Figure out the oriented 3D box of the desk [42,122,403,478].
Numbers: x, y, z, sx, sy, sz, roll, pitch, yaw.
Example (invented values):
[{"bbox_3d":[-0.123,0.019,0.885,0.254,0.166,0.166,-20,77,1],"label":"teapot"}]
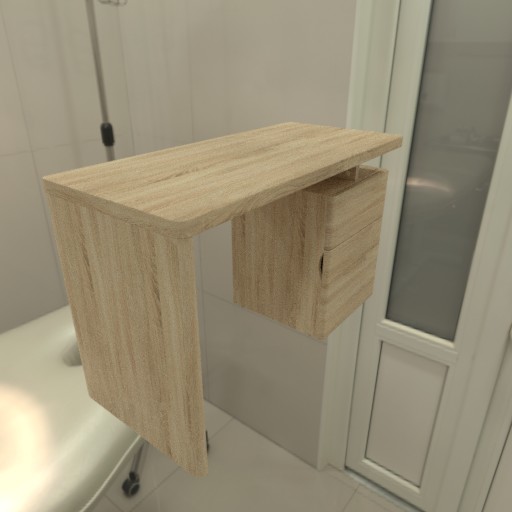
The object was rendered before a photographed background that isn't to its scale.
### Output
[{"bbox_3d":[0.000,0.000,1.630,0.550,0.760,1.200,19,31,34],"label":"desk"}]
